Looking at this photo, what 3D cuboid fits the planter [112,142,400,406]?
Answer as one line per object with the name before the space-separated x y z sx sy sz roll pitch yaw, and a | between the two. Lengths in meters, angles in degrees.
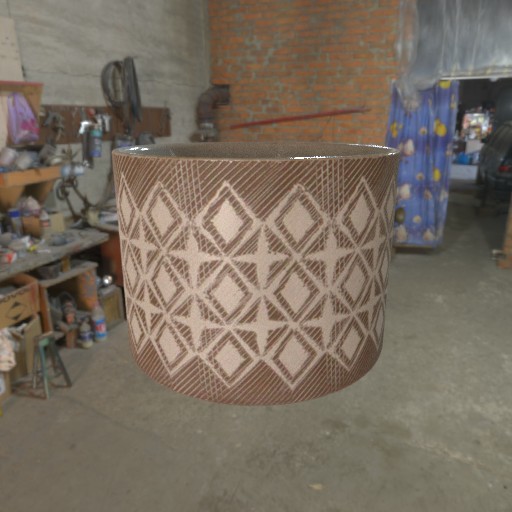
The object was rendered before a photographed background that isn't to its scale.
planter | 0.000 0.000 0.218 0.126 0.104 0.126 0 17 0
